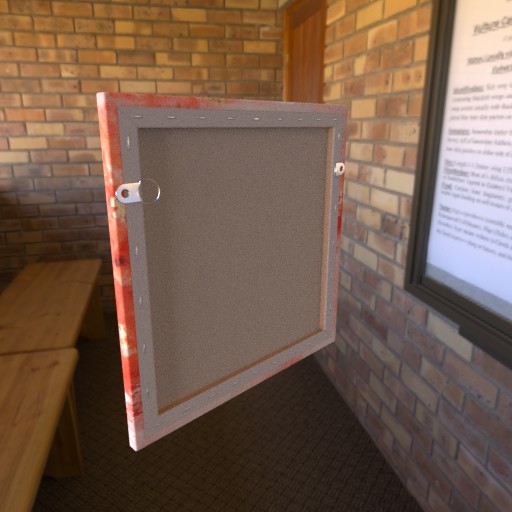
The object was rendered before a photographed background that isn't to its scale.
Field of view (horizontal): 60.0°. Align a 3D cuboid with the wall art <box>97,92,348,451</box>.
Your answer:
[{"bbox_3d":[0.000,0.000,1.322,0.878,0.878,0.066,-16,23,-43],"label":"wall art"}]
